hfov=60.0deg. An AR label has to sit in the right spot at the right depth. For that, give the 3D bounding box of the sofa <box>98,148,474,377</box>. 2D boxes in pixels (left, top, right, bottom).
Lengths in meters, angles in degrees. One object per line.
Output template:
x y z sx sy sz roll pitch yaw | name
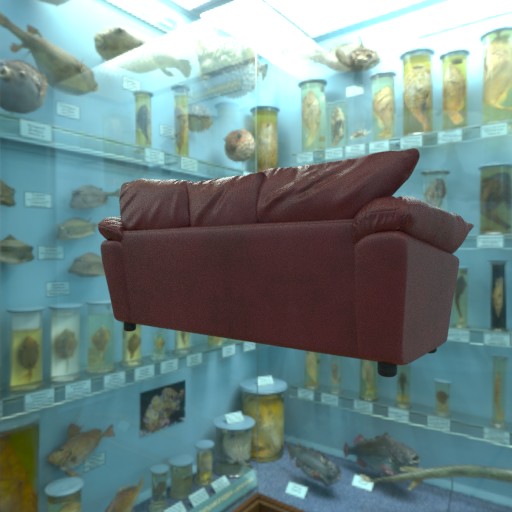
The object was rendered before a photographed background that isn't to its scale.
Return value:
0.000 0.000 2.846 2.390 1.091 0.907 0 0 38 | sofa
